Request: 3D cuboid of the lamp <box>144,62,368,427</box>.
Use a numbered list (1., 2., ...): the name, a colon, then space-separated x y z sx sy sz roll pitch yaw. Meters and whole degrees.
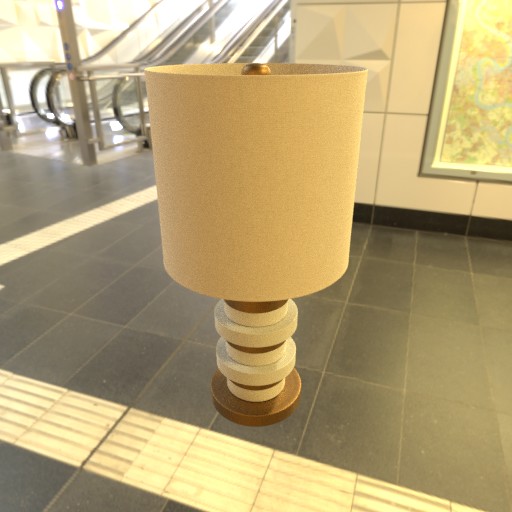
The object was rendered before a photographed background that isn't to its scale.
1. lamp: 0.000 0.000 0.513 0.210 0.410 0.210 0 26 0
